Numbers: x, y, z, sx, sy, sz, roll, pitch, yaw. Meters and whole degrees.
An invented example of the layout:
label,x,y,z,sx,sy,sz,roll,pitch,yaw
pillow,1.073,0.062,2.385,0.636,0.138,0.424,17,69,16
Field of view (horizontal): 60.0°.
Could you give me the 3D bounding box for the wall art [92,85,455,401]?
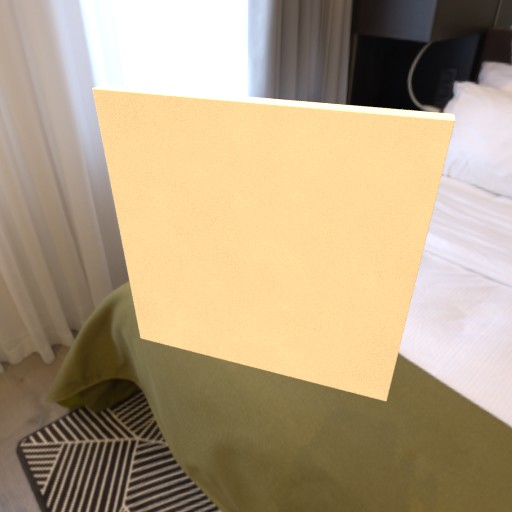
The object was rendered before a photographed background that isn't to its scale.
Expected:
label,x,y,z,sx,sy,sz,roll,pitch,yaw
wall art,0.000,0.000,1.114,0.762,0.762,0.040,10,35,16
